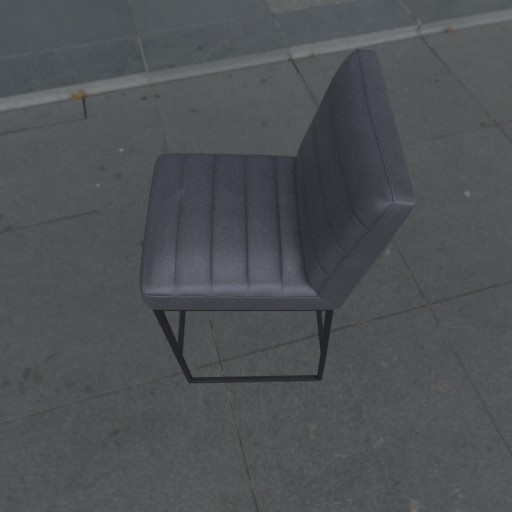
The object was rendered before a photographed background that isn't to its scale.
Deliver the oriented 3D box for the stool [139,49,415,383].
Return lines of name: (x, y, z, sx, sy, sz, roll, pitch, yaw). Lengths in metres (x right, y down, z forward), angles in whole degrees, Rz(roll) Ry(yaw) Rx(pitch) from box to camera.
stool: (0.000, 0.000, 1.294, 0.552, 1.040, 0.457, -1, 58, -1)
